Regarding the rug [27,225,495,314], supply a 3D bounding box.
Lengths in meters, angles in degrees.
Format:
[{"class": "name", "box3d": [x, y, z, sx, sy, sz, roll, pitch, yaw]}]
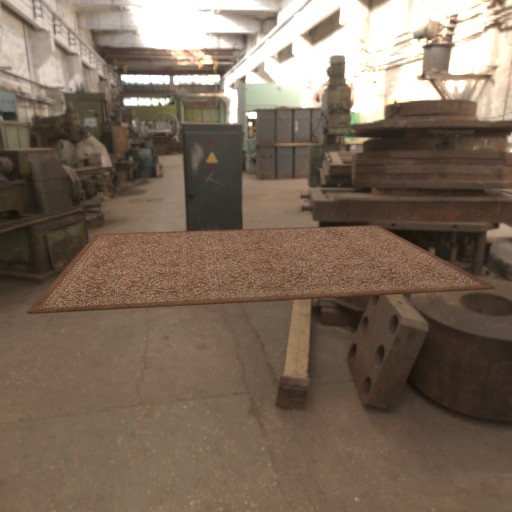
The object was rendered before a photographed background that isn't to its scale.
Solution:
[{"class": "rug", "box3d": [0.000, 0.000, 2.282, 1.829, 0.010, 1.219, -2, 16, -8]}]
